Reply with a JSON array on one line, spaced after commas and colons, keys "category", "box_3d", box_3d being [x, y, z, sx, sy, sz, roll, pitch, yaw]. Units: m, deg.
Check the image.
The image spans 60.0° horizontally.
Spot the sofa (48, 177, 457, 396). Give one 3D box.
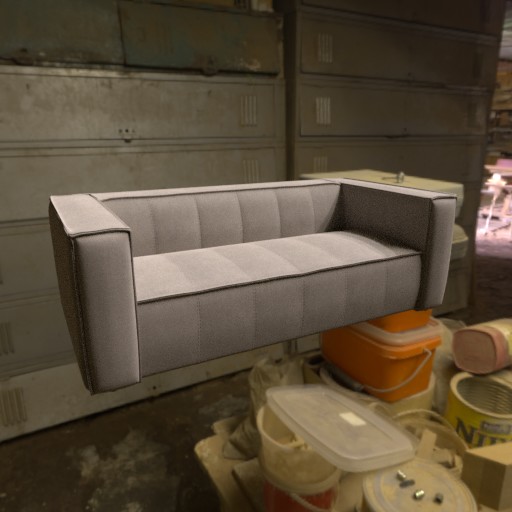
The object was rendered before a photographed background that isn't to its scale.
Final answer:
[{"category": "sofa", "box_3d": [0.000, 0.000, 2.442, 1.995, 0.680, 1.038, -8, 18, -27]}]
